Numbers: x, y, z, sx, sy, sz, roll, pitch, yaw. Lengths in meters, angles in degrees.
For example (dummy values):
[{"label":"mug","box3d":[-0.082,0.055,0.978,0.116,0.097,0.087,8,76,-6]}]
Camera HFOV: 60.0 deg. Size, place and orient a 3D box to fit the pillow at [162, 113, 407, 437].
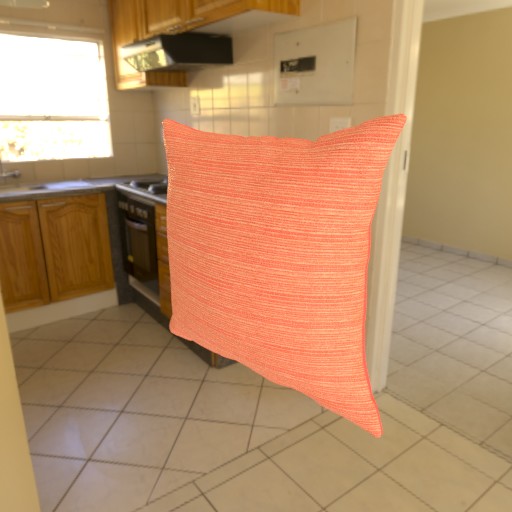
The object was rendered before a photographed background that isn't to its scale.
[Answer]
[{"label":"pillow","box3d":[0.000,0.000,0.827,0.559,0.501,0.229,15,23,41]}]
